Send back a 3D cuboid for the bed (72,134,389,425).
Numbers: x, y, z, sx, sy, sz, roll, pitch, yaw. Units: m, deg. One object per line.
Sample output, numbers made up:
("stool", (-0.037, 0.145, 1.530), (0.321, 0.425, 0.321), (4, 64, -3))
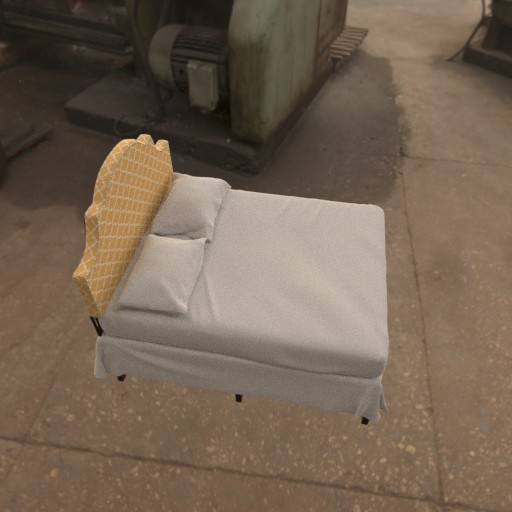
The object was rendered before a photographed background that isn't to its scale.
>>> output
("bed", (0.000, 0.000, 3.397), (2.222, 1.633, 1.780), (8, 46, 7))
